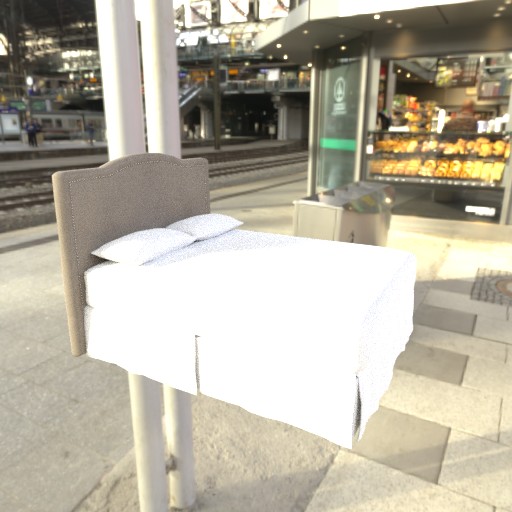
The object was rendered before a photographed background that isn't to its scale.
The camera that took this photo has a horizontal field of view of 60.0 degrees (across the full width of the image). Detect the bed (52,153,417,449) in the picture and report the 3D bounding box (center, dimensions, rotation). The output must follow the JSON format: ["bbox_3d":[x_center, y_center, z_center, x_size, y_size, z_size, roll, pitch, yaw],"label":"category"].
[{"bbox_3d":[0.000,0.000,3.281,2.128,1.441,1.744,9,18,27],"label":"bed"}]
